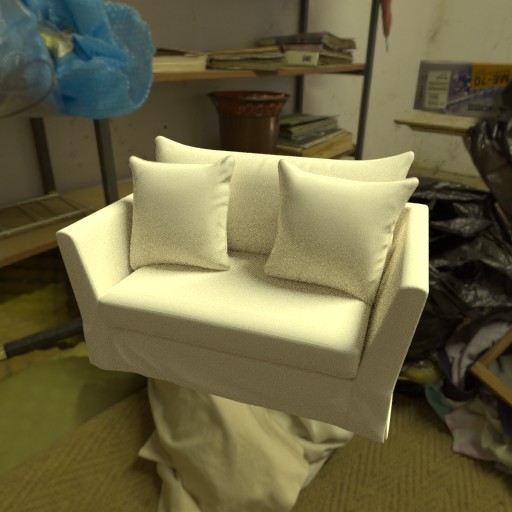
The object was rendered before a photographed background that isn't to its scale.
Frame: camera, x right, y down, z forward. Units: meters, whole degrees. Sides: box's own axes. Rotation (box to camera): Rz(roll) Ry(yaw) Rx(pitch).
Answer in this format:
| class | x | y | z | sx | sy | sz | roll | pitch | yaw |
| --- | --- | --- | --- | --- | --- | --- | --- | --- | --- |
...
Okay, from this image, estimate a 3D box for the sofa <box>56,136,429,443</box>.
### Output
| class | x | y | z | sx | sy | sz | roll | pitch | yaw |
| --- | --- | --- | --- | --- | --- | --- | --- | --- | --- |
| sofa | 0.000 | 0.000 | 2.277 | 1.608 | 1.039 | 1.026 | 9 | 27 | 17 |
